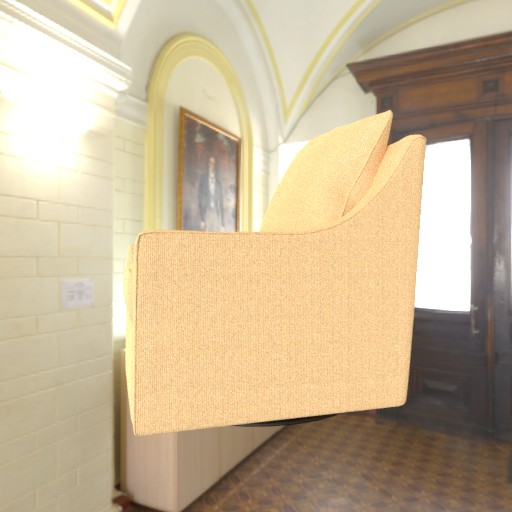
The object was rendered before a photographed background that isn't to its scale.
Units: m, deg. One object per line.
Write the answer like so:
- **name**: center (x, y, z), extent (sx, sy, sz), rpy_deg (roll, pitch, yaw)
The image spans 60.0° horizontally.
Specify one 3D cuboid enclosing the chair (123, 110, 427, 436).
- **chair**: center (0.000, 0.000, 1.543), extent (0.876, 0.927, 0.760), rpy_deg (0, -1, -18)
